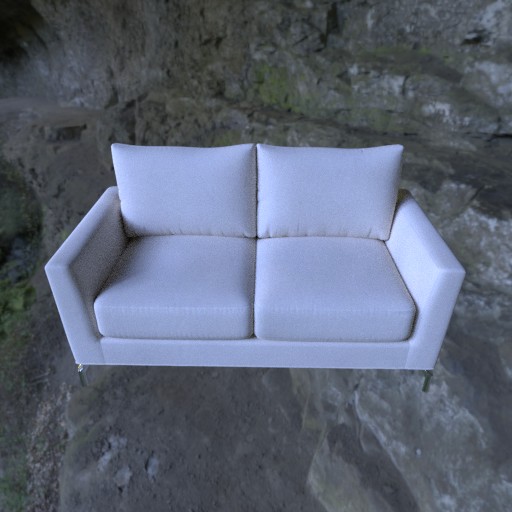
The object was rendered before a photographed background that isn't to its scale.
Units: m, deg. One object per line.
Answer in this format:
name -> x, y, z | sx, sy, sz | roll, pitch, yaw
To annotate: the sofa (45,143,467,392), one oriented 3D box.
sofa -> 0.000, 0.000, 2.282 | 1.739, 0.995, 0.906 | 1, 31, 1
